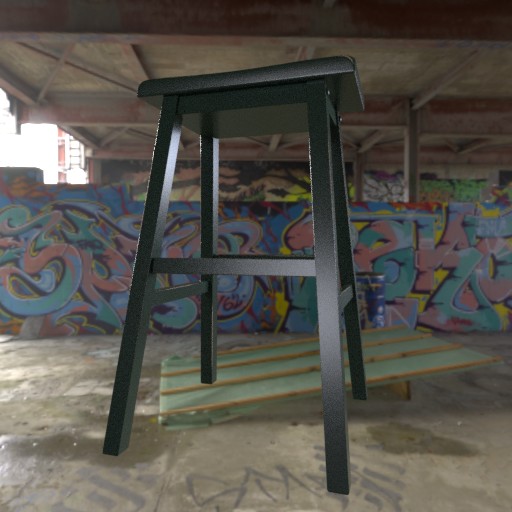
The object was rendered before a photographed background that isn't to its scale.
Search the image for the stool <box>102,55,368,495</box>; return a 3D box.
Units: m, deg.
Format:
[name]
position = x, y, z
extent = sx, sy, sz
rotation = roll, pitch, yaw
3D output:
[stool]
position = 0.000, 0.000, 0.982
extent = 0.457, 0.737, 0.476
rotation = 1, 2, 18
